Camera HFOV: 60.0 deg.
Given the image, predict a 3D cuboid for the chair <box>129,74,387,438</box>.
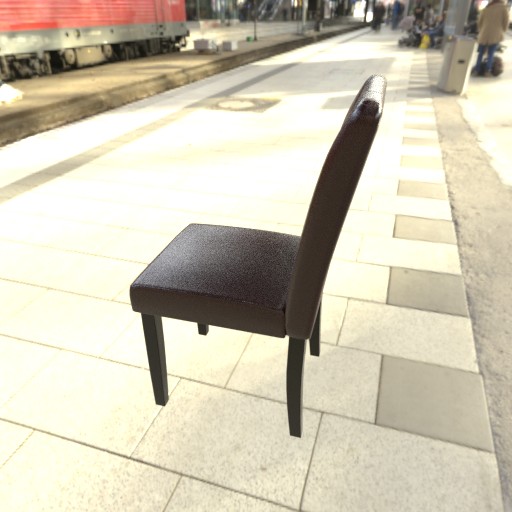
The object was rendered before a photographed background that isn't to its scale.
[{"bbox_3d":[0.000,0.000,1.191,0.556,0.897,0.399,8,30,14],"label":"chair"}]
